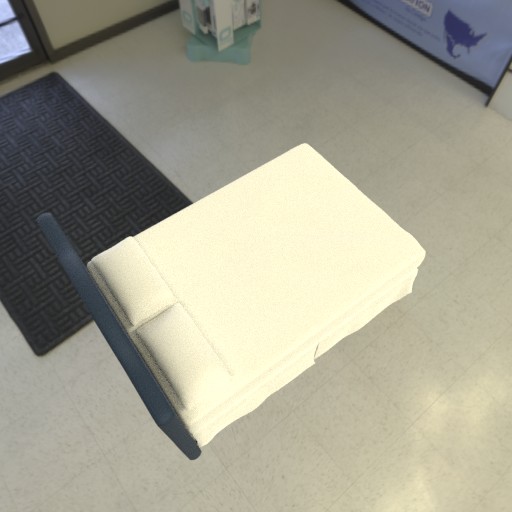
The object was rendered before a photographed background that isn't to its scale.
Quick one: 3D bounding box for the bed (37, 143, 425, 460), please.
[{"bbox_3d":[0.000,0.000,3.571,2.507,1.441,1.741,-32,64,-18],"label":"bed"}]
